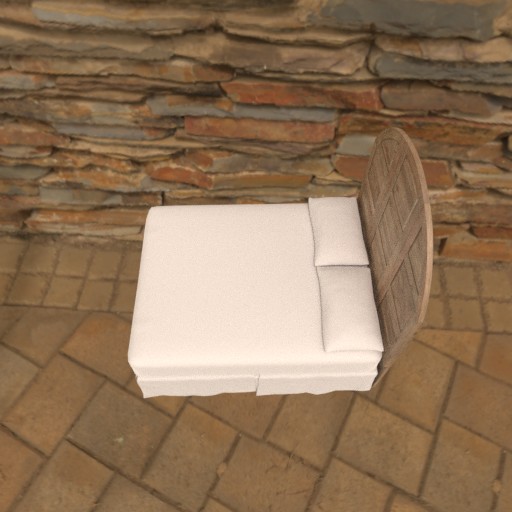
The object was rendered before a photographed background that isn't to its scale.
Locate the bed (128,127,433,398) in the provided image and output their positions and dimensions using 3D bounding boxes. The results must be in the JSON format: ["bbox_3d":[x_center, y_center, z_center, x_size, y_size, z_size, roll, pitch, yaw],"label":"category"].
[{"bbox_3d":[0.000,0.000,3.570,2.112,2.002,1.713,-1,58,-1],"label":"bed"}]
